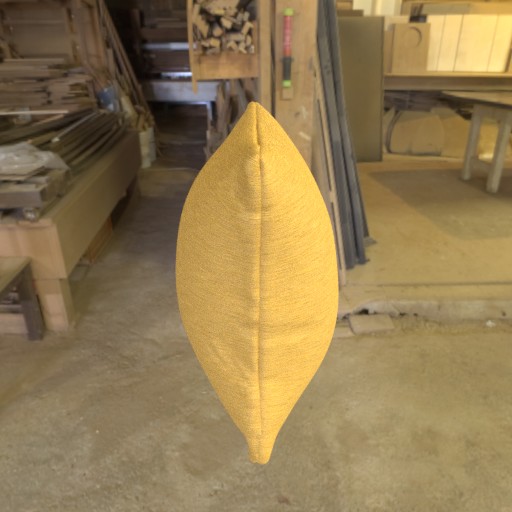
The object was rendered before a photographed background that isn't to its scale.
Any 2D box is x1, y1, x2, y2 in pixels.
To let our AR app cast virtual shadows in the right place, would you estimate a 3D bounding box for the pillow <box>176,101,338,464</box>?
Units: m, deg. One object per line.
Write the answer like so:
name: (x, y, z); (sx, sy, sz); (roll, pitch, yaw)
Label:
pillow: (0.000, 0.000, 0.693); (0.247, 0.417, 0.435); (0, 25, -1)
